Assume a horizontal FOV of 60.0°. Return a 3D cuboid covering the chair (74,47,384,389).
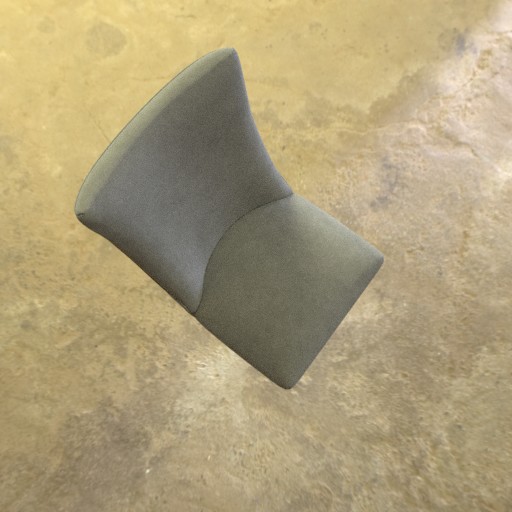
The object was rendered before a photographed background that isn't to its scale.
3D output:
[{"bbox_3d":[0.000,0.000,1.263,0.610,0.902,0.495,37,79,9],"label":"chair"}]
